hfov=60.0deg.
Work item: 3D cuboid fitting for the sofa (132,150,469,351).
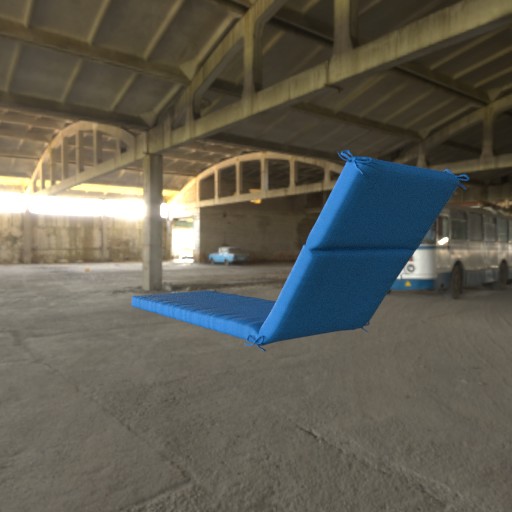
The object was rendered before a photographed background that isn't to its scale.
[{"bbox_3d":[0.000,0.000,1.983,0.582,0.622,1.663,-1,2,-37],"label":"sofa"}]
